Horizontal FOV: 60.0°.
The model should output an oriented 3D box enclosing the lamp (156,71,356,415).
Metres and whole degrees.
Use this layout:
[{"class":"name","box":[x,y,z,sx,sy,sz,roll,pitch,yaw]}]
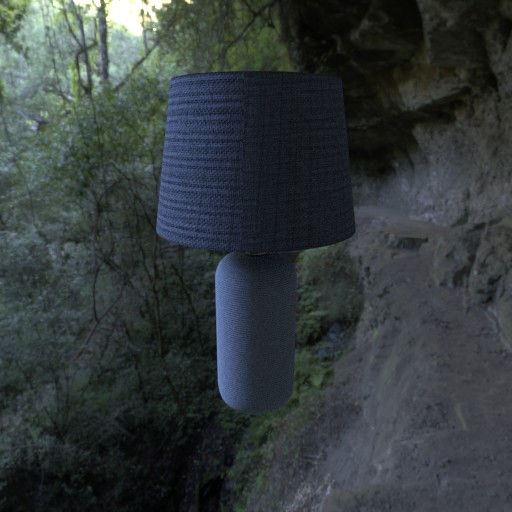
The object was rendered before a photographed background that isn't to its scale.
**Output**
[{"class":"lamp","box":[0.000,0.000,0.582,0.251,0.429,0.251,0,16,0]}]
